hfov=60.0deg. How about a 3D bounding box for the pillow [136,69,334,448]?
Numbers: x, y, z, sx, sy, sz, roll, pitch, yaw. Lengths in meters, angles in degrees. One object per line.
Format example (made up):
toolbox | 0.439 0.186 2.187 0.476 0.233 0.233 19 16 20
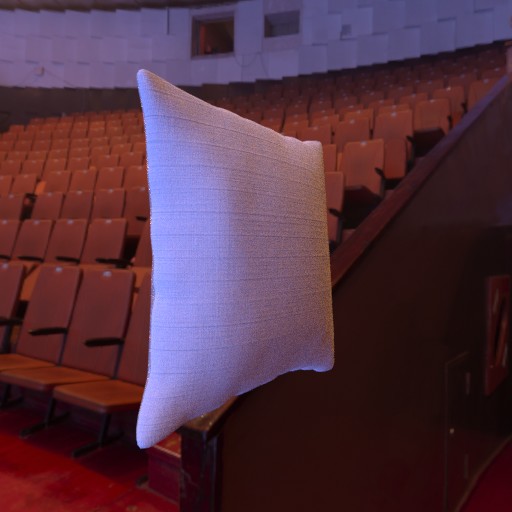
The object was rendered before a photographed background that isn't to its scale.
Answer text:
pillow | 0.000 0.000 0.719 0.175 0.464 0.470 0 1 37
